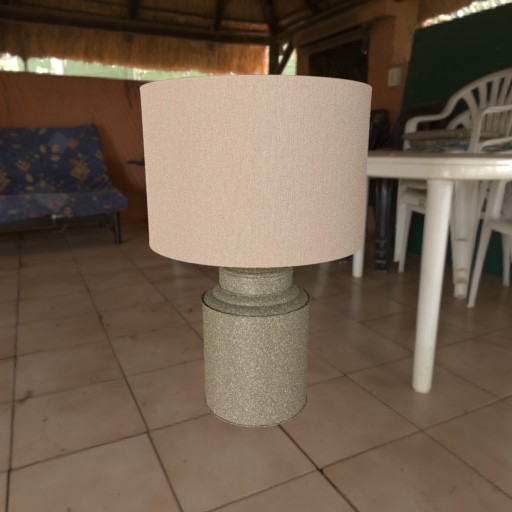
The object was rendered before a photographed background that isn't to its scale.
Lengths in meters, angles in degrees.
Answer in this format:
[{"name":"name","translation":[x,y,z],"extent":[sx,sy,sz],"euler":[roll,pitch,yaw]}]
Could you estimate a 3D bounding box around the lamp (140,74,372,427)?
[{"name":"lamp","translation":[0.000,0.000,0.685],"extent":[0.318,0.486,0.318],"euler":[0,14,0]}]
